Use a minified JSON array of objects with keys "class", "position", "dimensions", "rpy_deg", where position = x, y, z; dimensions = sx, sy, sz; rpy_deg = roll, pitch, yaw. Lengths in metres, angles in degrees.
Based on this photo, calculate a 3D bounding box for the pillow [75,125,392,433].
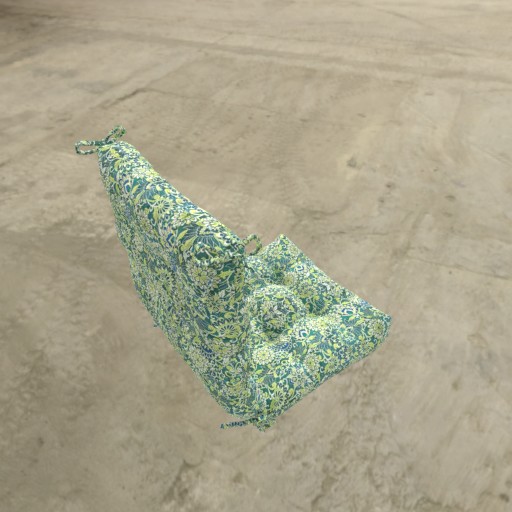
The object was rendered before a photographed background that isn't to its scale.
[{"class":"pillow","position":[0.000,0.000,1.054],"dimensions":[0.571,0.605,0.519],"rpy_deg":[-25,46,-27]}]
